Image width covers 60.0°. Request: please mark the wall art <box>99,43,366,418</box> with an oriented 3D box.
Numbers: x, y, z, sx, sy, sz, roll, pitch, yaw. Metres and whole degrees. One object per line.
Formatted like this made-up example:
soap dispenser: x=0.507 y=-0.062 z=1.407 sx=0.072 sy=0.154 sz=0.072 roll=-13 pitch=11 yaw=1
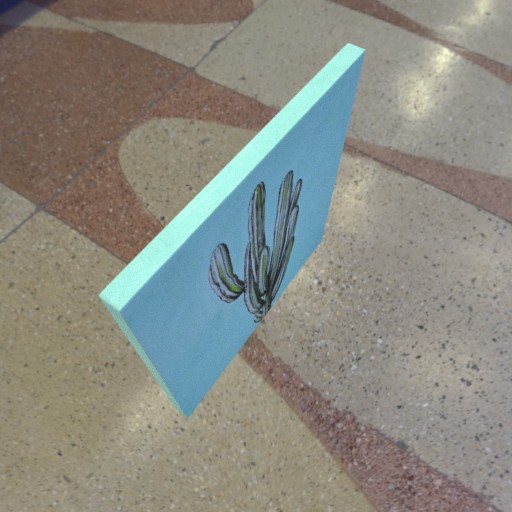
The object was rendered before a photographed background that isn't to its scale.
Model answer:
wall art: x=0.000 y=0.000 z=1.144 sx=0.054 sy=0.766 sz=0.765 roll=31 pitch=64 yaw=17
